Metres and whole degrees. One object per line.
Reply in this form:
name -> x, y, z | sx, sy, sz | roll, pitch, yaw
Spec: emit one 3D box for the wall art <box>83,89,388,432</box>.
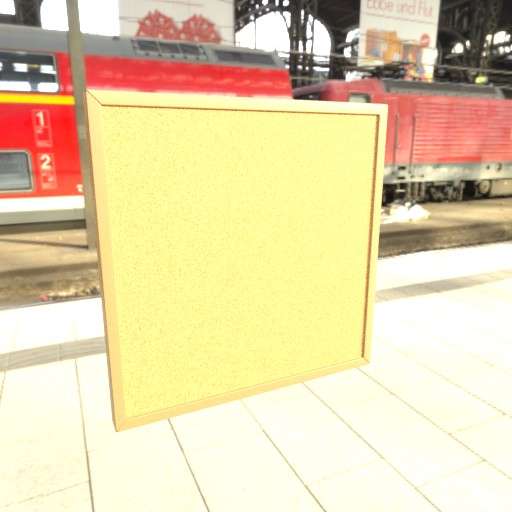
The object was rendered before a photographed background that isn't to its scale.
wall art -> 0.000, 0.000, 0.759 | 0.509, 0.509, 0.036 | -7, 16, -25
